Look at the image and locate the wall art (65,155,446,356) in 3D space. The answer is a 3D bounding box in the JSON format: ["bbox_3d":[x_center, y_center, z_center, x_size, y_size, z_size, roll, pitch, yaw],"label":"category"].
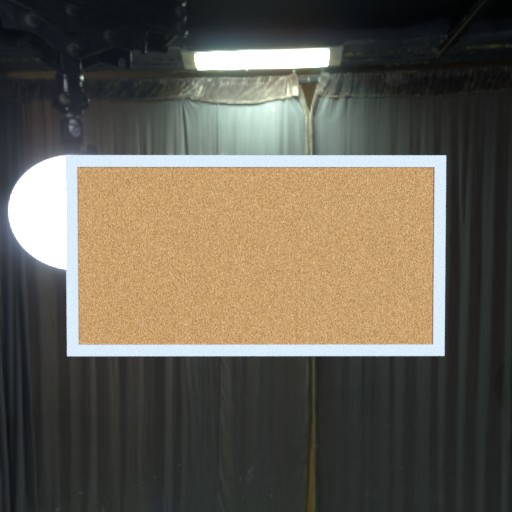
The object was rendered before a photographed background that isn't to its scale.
[{"bbox_3d":[0.000,0.000,0.968,0.812,0.431,0.038,0,1,0],"label":"wall art"}]
